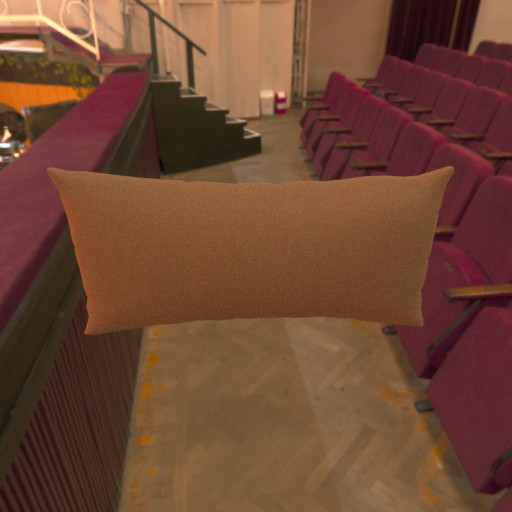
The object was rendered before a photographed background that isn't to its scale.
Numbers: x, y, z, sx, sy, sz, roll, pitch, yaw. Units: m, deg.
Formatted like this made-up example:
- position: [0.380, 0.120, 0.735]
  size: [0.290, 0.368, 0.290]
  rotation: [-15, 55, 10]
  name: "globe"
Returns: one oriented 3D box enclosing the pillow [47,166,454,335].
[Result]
- position: [0.000, 0.000, 0.727]
  size: [0.612, 0.308, 0.148]
  rotation: [-1, 30, -2]
  name: "pillow"
